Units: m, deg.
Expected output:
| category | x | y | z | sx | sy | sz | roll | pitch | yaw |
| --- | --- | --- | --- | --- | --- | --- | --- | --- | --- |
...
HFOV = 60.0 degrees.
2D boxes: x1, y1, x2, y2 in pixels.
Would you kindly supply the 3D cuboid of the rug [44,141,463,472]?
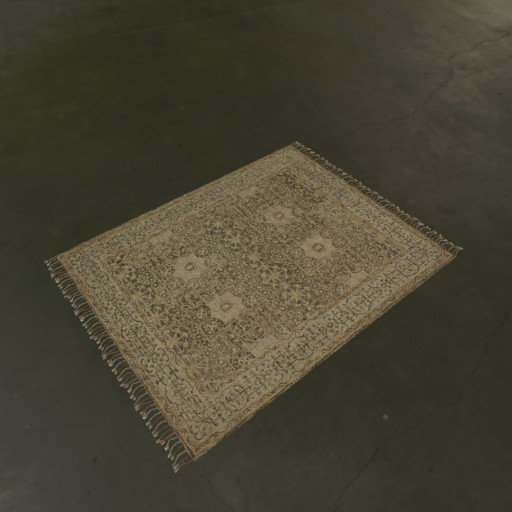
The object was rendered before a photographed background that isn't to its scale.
| category | x | y | z | sx | sy | sz | roll | pitch | yaw |
| --- | --- | --- | --- | --- | --- | --- | --- | --- | --- |
| rug | 0.000 | 0.000 | 4.284 | 3.291 | 0.017 | 2.431 | -31 | 55 | -25 |
